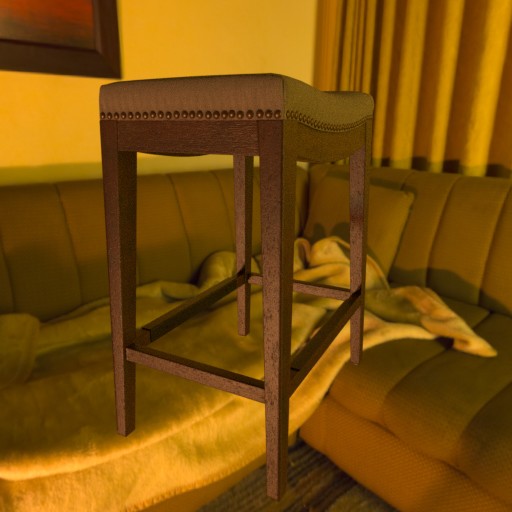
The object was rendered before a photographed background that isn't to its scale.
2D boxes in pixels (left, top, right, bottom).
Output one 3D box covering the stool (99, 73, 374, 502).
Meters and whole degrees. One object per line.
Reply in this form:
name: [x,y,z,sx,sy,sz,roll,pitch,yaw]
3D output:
stool: [0.000,0.000,0.919,0.356,0.660,0.508,9,19,26]
